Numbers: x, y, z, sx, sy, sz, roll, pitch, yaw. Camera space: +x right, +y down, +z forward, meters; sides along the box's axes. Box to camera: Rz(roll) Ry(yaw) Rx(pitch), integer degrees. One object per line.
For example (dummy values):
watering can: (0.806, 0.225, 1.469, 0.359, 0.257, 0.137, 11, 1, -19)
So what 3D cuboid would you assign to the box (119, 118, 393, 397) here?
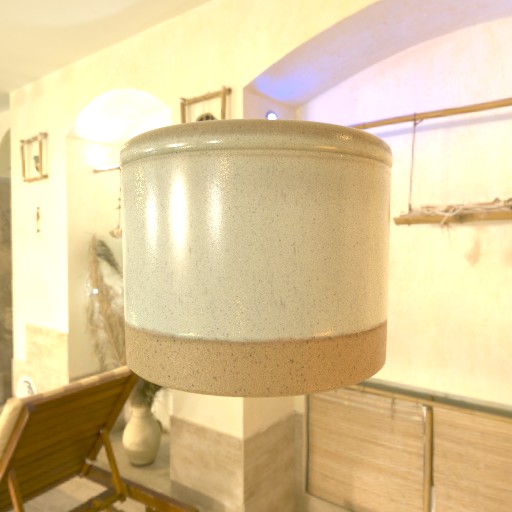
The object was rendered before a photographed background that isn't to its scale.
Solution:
box: (0.000, 0.000, 0.263, 0.154, 0.123, 0.154, 0, 2, 0)
